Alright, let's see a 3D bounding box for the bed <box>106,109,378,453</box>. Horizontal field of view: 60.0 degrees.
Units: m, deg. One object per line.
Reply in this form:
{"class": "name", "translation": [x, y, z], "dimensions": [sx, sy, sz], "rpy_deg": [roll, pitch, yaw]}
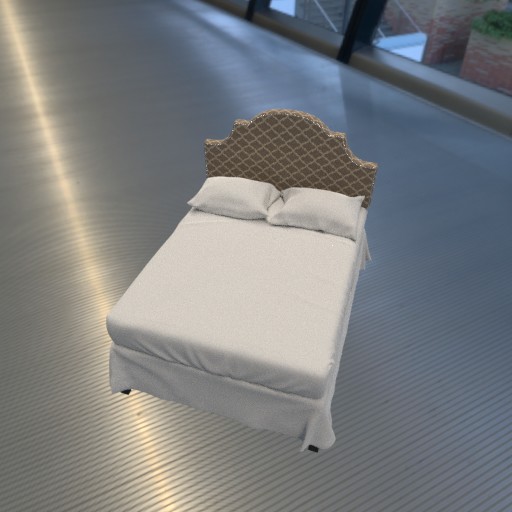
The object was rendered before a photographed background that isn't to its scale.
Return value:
{"class": "bed", "translation": [0.000, 0.000, 3.504], "dimensions": [1.780, 1.633, 2.222], "rpy_deg": [12, 41, 14]}
